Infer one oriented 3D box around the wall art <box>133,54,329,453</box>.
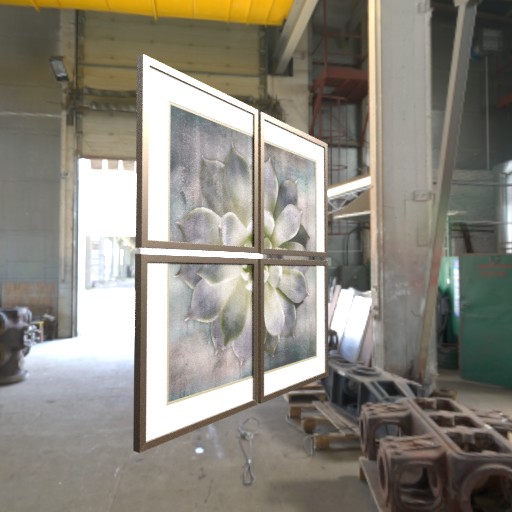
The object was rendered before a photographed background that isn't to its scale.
[{"bbox_3d":[0.000,0.000,1.566,0.030,1.032,1.032,-1,-2,37],"label":"wall art"}]
